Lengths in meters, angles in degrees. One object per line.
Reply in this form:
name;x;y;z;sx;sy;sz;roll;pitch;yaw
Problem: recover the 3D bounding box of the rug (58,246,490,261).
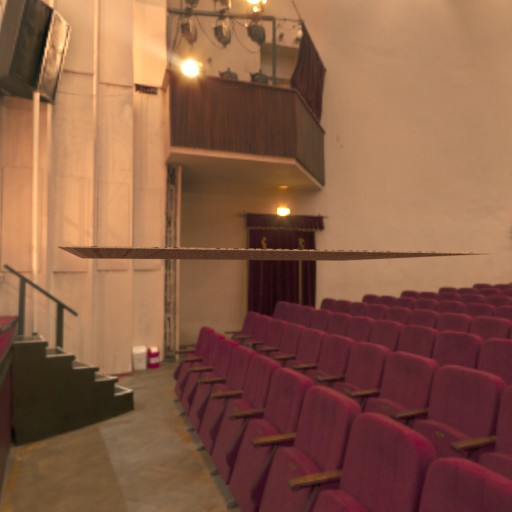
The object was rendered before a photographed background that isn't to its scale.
rug;0.000;0.000;2.038;1.556;0.006;1.146;1;-2;-18
